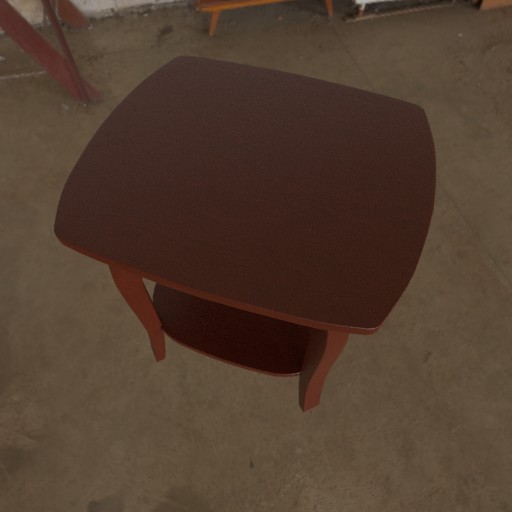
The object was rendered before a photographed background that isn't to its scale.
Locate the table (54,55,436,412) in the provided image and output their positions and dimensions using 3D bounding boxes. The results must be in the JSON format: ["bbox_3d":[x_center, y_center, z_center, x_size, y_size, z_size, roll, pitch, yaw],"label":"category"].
[{"bbox_3d":[0.000,0.000,0.844,0.502,0.496,0.433,16,59,10],"label":"table"}]
